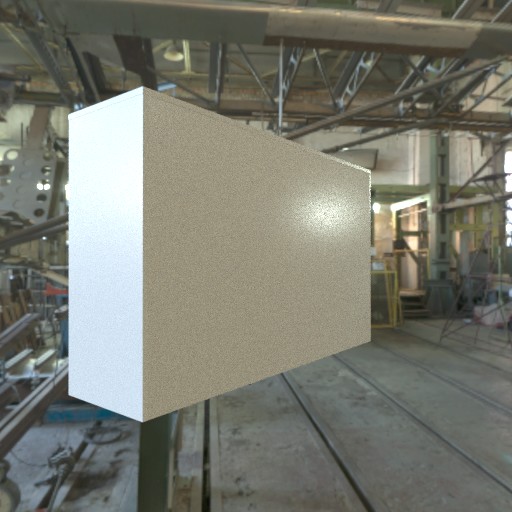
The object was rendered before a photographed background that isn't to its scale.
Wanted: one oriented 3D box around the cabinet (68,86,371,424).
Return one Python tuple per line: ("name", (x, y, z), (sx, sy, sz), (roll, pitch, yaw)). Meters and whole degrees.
("cabinet", (0.000, 0.000, 1.864), (0.380, 0.900, 1.450), (0, 0, 38))
